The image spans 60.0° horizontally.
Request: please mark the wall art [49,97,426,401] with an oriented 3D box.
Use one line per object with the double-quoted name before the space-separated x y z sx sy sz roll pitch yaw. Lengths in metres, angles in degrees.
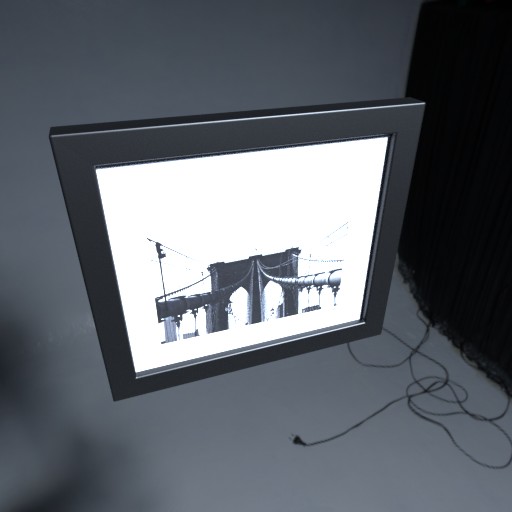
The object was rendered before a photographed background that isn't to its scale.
"wall art" 0.000 0.000 0.524 0.380 0.330 0.028 -10 33 -16
